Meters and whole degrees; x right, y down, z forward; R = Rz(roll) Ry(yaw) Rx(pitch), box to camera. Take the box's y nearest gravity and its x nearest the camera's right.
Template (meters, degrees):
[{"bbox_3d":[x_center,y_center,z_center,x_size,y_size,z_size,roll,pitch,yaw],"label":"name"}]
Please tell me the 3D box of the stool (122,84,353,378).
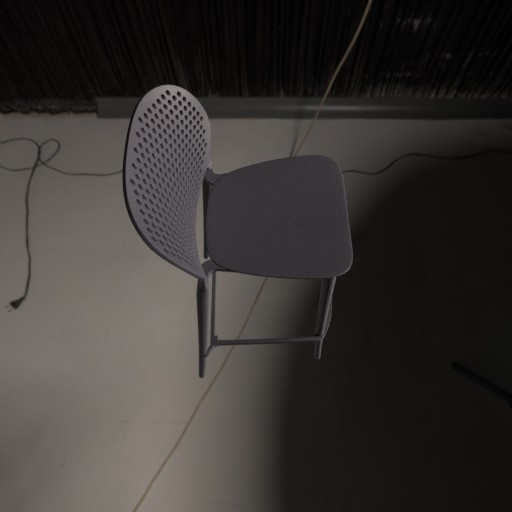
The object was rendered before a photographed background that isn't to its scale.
[{"bbox_3d":[0.000,0.000,1.370,0.535,1.045,0.536,-1,64,0],"label":"stool"}]
